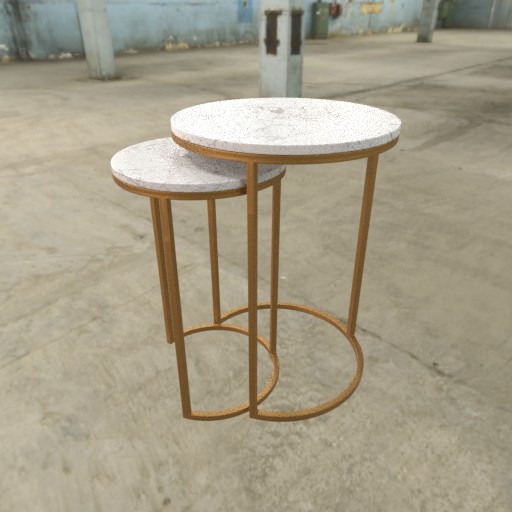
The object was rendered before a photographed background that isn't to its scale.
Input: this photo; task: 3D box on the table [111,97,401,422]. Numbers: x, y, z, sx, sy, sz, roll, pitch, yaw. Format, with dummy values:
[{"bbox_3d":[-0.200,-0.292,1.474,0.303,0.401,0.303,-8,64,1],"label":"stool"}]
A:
[{"bbox_3d":[0.000,0.000,0.907,0.507,0.550,0.400,-9,30,-15],"label":"table"}]
